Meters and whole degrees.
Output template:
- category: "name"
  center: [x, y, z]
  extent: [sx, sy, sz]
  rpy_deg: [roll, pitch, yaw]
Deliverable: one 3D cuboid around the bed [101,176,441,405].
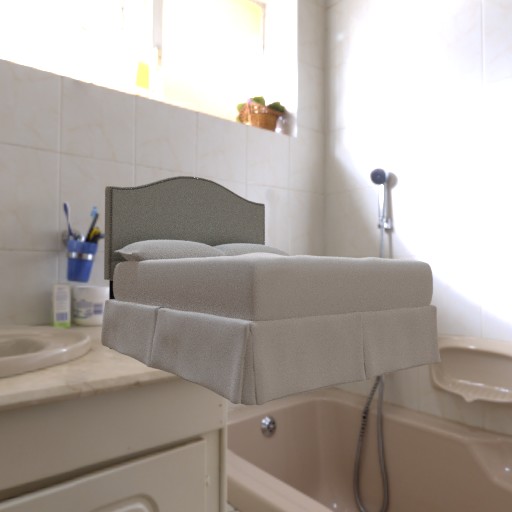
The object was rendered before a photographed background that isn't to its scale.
- category: "bed"
  center: [0.000, 0.000, 3.529]
  extent: [1.813, 1.607, 2.180]
  rpy_deg: [1, -2, -37]
